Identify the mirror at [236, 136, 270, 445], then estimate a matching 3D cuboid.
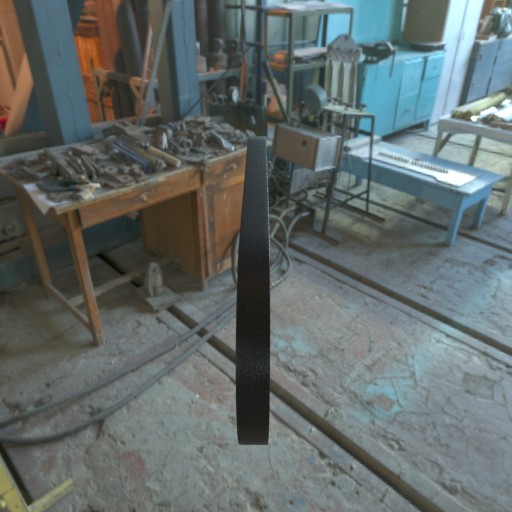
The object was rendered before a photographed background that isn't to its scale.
[{"bbox_3d":[0.000,0.000,0.668,0.032,0.254,0.584,0,32,1],"label":"mirror"}]
